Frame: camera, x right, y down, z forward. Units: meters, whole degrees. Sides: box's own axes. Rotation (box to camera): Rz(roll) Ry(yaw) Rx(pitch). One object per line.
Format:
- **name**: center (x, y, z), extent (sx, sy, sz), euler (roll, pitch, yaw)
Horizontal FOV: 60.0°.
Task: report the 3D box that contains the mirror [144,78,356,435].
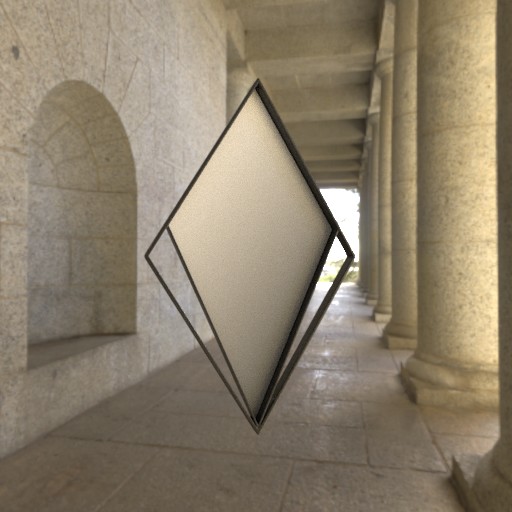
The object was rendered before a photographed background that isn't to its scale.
- **mirror**: center (0.000, 0.000, 0.858), extent (0.419, 0.679, 0.032), euler (0, 0, -18)
